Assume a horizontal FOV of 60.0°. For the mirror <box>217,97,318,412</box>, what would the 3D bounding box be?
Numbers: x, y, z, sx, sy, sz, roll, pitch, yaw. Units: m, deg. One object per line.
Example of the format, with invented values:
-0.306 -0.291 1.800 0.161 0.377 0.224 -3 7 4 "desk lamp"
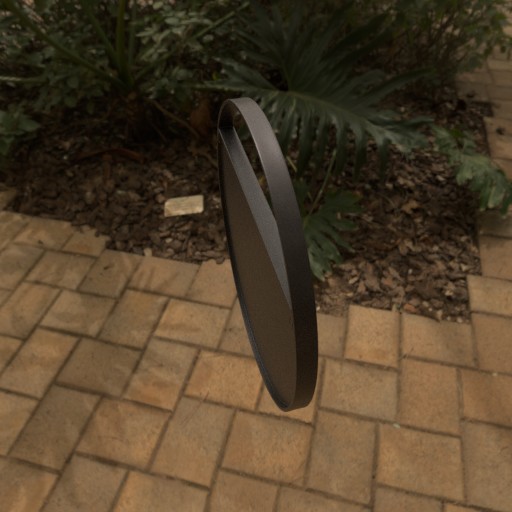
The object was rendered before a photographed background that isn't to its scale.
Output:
0.000 0.000 0.838 0.032 0.565 0.565 -11 47 -10 "mirror"
